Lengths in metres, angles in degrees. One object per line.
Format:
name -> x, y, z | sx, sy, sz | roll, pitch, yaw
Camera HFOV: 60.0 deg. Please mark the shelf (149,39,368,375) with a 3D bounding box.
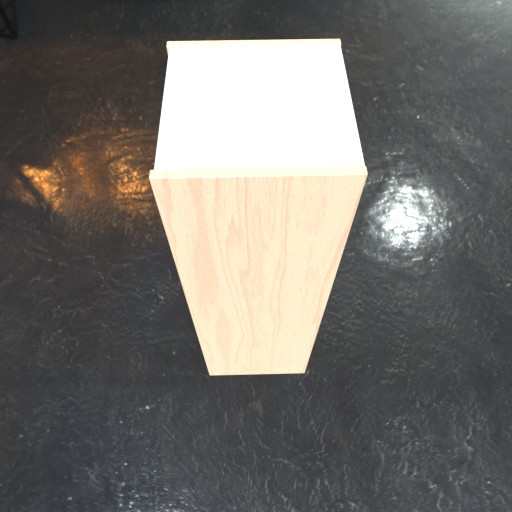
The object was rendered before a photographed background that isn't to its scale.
shelf -> 0.000, 0.000, 1.049 | 0.290, 0.900, 0.300 | -1, 59, -1
